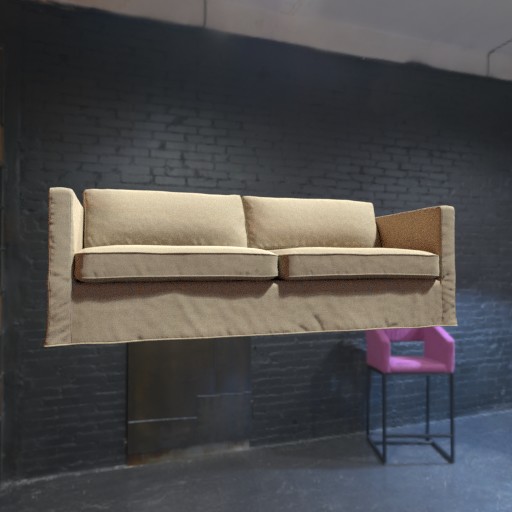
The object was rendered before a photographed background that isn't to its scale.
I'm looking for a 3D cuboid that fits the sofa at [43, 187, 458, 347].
[{"bbox_3d":[0.000,0.000,2.783,2.312,0.853,0.962,0,-1,-17],"label":"sofa"}]
